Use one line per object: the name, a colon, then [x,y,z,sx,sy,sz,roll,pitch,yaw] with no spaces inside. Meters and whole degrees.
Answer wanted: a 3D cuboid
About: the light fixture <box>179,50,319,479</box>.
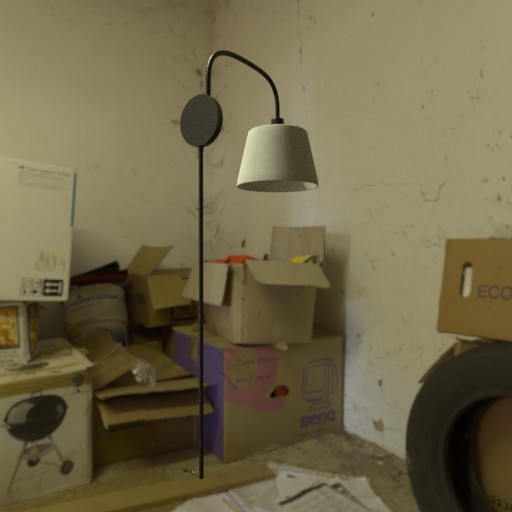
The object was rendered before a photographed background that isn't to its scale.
light fixture: [0.000,0.000,0.466,0.092,0.399,0.176,0,1,35]
